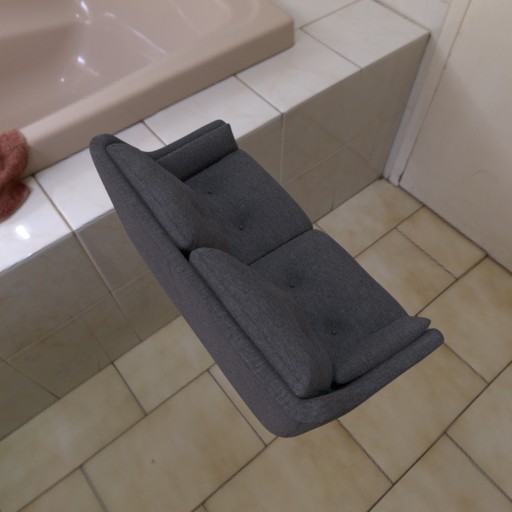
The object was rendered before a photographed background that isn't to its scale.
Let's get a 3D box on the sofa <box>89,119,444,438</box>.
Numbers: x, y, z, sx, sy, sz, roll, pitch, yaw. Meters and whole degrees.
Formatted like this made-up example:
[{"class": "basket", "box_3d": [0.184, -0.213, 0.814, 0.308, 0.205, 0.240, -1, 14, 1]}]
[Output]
[{"class": "sofa", "box_3d": [0.000, 0.000, 2.465, 0.975, 0.896, 1.929, -32, 63, -18]}]
